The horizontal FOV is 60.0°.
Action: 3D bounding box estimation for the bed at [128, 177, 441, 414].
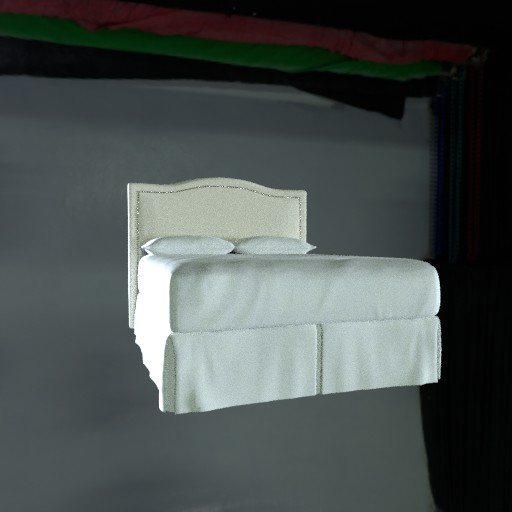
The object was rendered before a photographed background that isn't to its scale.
[{"bbox_3d":[0.000,0.000,3.334,1.753,1.460,2.143,0,2,-19],"label":"bed"}]
